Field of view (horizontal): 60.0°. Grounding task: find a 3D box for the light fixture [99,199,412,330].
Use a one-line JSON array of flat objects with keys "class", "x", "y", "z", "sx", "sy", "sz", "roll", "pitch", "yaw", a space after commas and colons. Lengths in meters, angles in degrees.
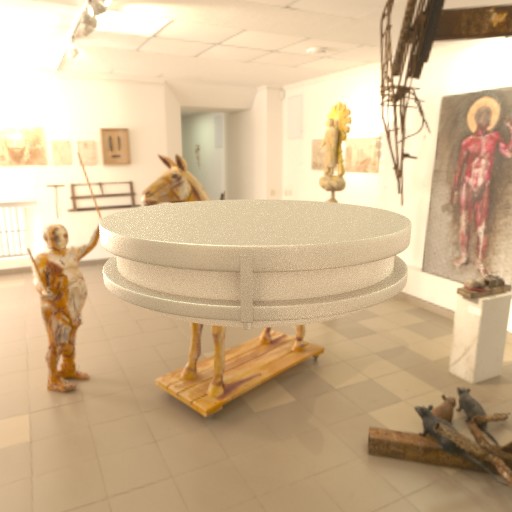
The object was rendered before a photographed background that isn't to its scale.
[{"class": "light fixture", "x": 0.000, "y": 0.000, "z": 0.543, "sx": 0.356, "sy": 0.102, "sz": 0.356, "roll": 0, "pitch": 13, "yaw": 0}]
